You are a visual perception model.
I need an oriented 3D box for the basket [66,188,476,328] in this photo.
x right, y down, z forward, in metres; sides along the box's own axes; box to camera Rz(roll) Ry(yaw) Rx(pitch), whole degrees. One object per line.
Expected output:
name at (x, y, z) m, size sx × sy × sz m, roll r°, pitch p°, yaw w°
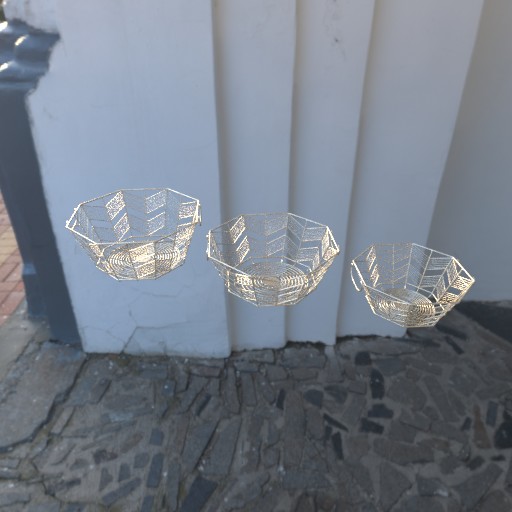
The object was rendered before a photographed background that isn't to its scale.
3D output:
basket at (0.000, 0.000, 1.375) m, size 1.246 × 0.178 × 0.432 m, roll 9°, pitch 32°, yaw 15°
